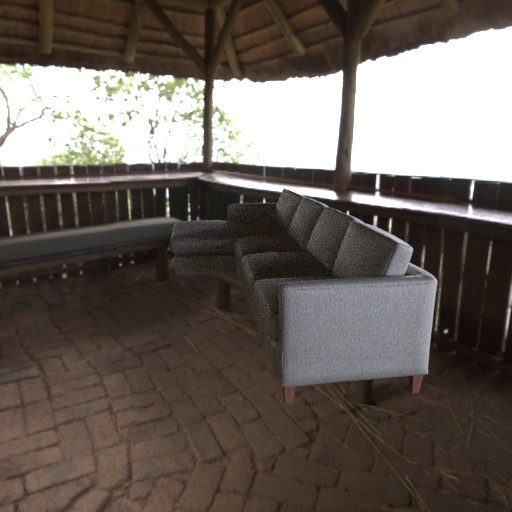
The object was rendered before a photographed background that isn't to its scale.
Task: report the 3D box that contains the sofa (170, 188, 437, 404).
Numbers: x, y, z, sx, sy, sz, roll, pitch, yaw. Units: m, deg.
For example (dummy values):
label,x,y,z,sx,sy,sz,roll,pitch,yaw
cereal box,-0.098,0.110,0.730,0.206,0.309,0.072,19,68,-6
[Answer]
label,x,y,z,sx,sy,sz,roll,pitch,yaw
sofa,0.000,0.000,3.788,1.502,0.876,3.201,-2,14,-8
